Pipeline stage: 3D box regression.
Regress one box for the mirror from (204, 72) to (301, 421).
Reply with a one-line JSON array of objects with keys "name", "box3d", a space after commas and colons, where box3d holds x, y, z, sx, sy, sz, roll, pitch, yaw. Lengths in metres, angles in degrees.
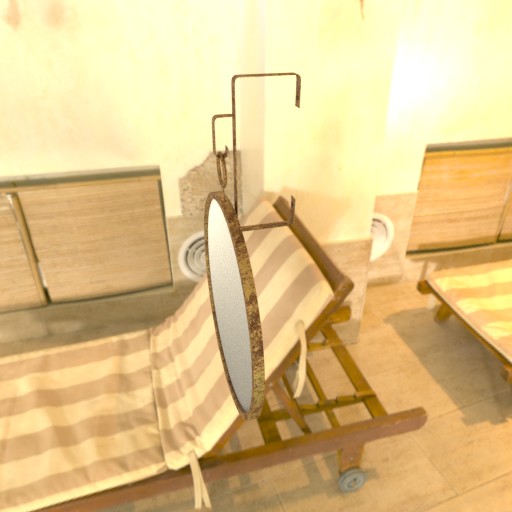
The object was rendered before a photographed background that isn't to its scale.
[{"name": "mirror", "box3d": [0.000, 0.000, 0.851, 0.144, 0.651, 0.447, -8, 31, -13]}]
